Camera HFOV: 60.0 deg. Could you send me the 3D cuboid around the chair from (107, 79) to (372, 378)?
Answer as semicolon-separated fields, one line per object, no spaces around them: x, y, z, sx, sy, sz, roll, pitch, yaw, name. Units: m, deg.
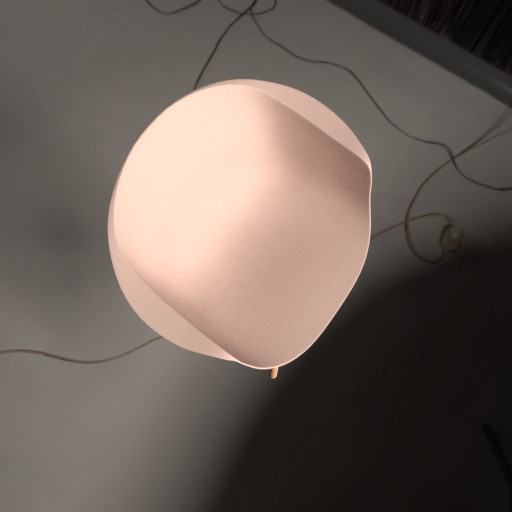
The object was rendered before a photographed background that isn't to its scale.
0.000;0.000;1.172;0.504;0.781;0.593;35;77;9;chair
